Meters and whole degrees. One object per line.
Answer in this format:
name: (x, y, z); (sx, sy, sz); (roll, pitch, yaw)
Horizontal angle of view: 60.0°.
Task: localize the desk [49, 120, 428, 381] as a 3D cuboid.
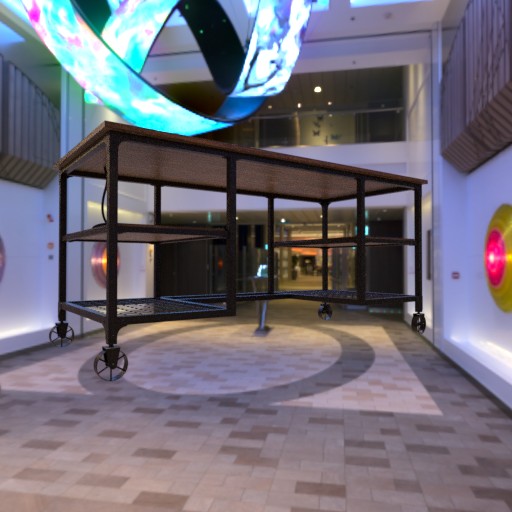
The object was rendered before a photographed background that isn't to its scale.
desk: (0.000, 0.000, 1.998); (1.590, 0.751, 0.711); (1, -1, -35)
